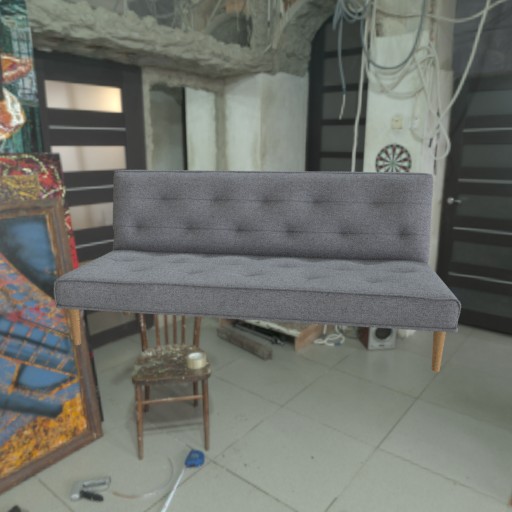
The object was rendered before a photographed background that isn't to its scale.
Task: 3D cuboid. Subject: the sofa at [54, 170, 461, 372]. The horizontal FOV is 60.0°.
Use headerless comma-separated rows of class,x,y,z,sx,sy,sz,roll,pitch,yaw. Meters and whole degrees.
sofa,0.000,0.000,2.289,1.820,0.830,0.810,2,14,9
